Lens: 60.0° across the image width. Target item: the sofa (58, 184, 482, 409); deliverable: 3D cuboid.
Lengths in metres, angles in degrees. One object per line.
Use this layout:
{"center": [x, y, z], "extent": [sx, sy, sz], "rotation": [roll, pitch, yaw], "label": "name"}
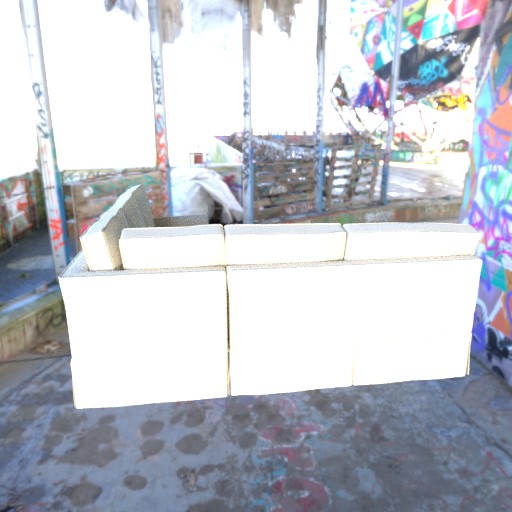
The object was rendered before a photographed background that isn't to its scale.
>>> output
{"center": [0.000, 0.000, 3.905], "extent": [2.591, 1.070, 2.597], "rotation": [-2, 17, -8], "label": "sofa"}
